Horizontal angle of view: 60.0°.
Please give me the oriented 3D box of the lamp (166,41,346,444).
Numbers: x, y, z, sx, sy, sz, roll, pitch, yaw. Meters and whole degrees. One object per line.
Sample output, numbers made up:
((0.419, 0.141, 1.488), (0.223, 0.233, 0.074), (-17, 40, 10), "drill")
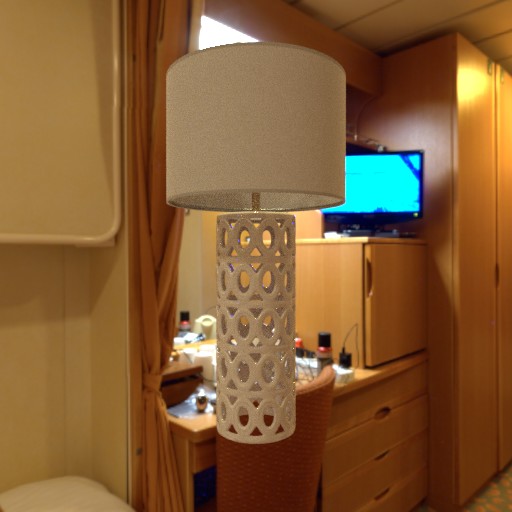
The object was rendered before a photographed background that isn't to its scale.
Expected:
((0.000, 0.000, 0.819), (0.325, 0.636, 0.324), (0, 0, -1), "lamp")
